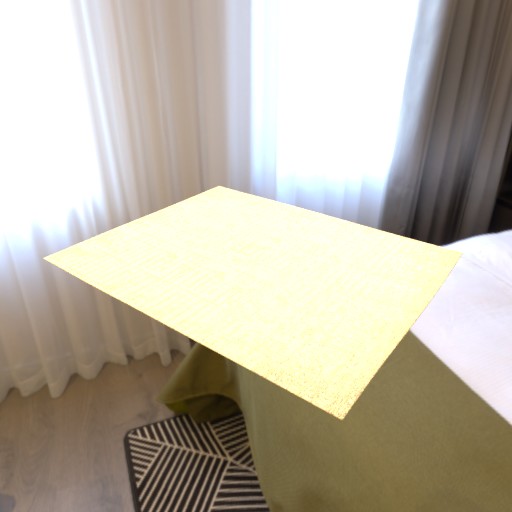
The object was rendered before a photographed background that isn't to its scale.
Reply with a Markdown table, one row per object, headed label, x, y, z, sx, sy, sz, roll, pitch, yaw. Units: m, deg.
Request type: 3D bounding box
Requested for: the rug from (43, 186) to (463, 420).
| label | x | y | z | sx | sy | sz | roll | pitch | yaw |
| --- | --- | --- | --- | --- | --- | --- | --- | --- | --- |
| rug | 0.000 | 0.000 | 4.108 | 3.061 | 0.014 | 2.447 | 20 | 34 | 32 |
